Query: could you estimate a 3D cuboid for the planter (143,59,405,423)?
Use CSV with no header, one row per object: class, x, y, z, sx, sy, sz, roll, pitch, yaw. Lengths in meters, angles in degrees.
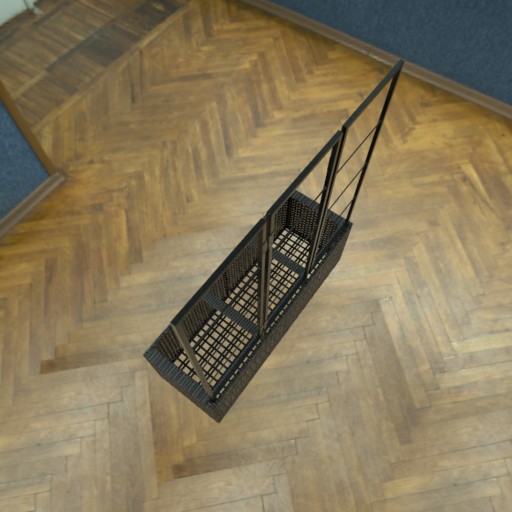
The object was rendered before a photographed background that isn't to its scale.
planter,0.000,0.000,1.132,0.244,0.841,0.699,33,67,16
